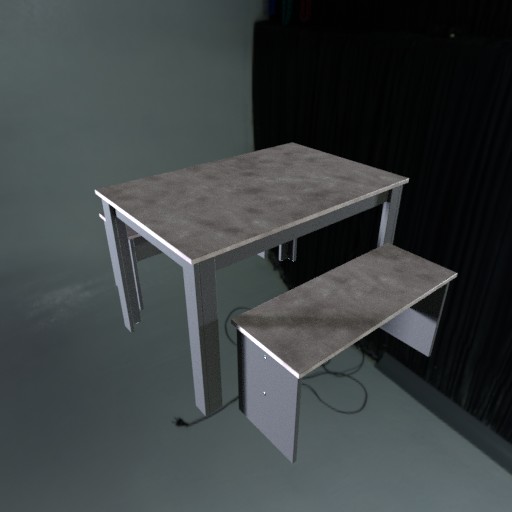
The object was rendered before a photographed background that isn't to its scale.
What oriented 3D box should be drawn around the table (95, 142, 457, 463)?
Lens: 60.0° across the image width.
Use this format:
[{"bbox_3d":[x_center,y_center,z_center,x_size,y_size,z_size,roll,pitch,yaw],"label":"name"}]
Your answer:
[{"bbox_3d":[0.000,0.000,2.030,1.100,0.700,1.443,-22,36,-33],"label":"table"}]
